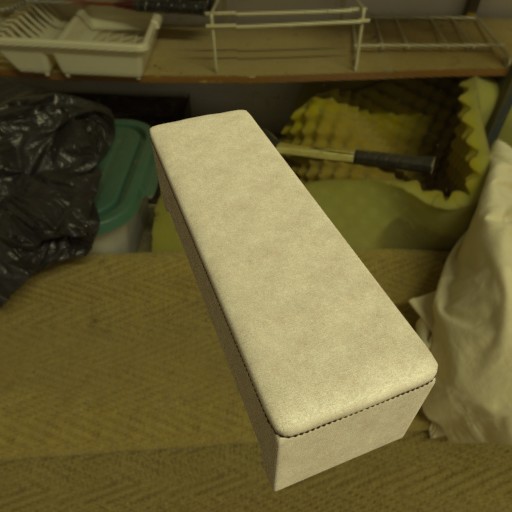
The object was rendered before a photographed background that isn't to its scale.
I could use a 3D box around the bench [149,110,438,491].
[{"bbox_3d":[0.000,0.000,1.691,0.470,0.447,1.482,-16,48,-15],"label":"bench"}]
